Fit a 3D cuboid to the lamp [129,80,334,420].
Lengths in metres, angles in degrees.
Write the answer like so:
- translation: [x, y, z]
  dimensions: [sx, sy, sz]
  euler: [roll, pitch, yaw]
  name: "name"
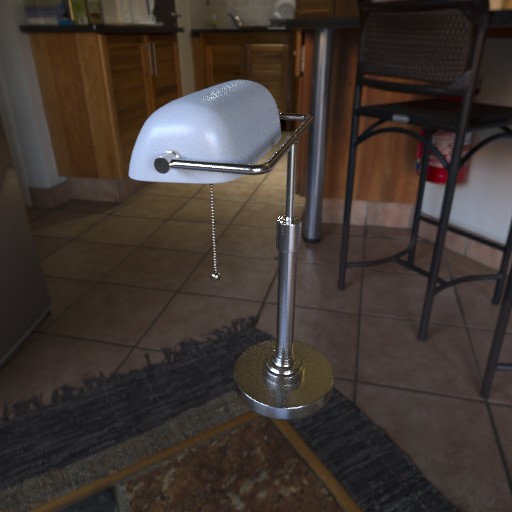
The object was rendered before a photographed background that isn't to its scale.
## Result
- translation: [0.000, 0.000, 0.566]
  dimensions: [0.227, 0.404, 0.269]
  euler: [7, 29, 14]
  name: "lamp"
